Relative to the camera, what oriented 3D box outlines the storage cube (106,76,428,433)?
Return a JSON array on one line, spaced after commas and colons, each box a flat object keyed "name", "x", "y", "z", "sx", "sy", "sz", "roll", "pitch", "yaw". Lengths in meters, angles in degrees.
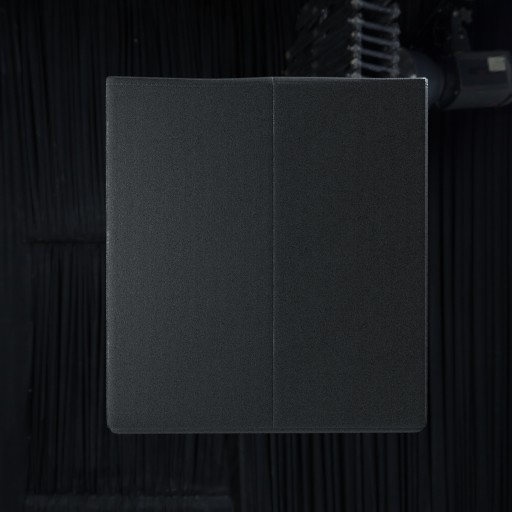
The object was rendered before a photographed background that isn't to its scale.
[{"name": "storage cube", "x": 0.000, "y": 0.000, "z": 0.477, "sx": 0.270, "sy": 0.280, "sz": 0.270, "roll": 0, "pitch": 0, "yaw": -1}]
